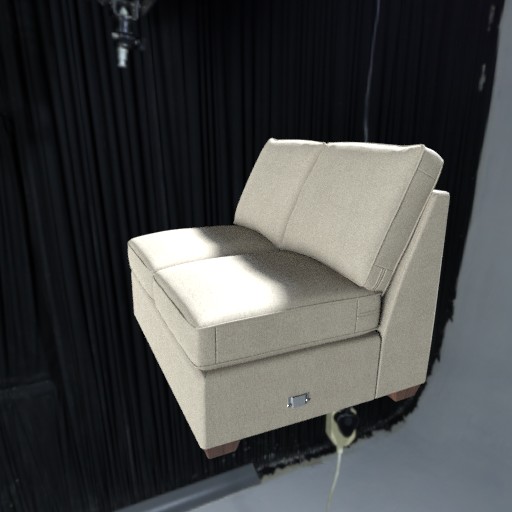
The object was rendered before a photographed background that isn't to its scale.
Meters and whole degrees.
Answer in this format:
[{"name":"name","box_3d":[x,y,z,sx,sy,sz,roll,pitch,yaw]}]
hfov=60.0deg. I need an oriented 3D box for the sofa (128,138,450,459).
[{"name":"sofa","box_3d":[0.000,0.000,2.011,0.978,1.006,1.232,-7,18,-24]}]
